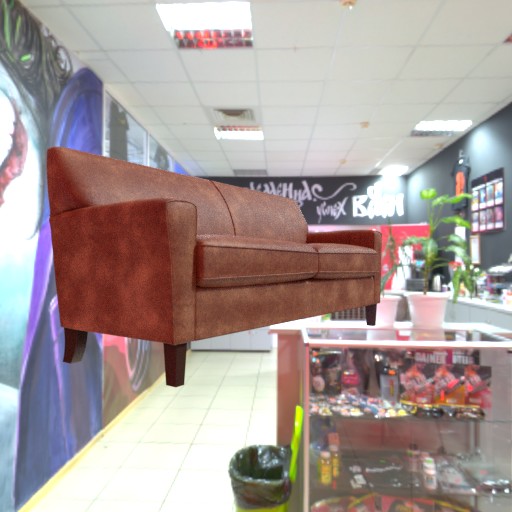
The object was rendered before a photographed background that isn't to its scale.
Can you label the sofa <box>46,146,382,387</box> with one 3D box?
[{"bbox_3d":[0.000,0.000,2.520,0.805,0.947,2.053,-1,-1,36],"label":"sofa"}]
